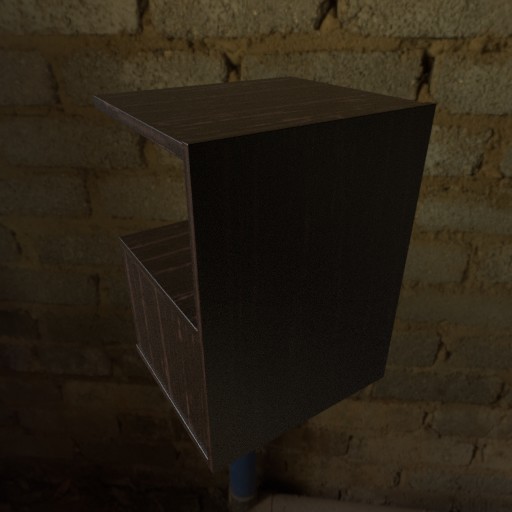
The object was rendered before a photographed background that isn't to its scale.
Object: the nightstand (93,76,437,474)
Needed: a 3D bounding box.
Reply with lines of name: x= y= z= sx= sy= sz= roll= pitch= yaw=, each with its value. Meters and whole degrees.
nightstand: x=0.000 y=0.000 z=0.821 sx=0.400 sy=0.559 sz=0.356 roll=-18 pitch=34 yaw=-28
